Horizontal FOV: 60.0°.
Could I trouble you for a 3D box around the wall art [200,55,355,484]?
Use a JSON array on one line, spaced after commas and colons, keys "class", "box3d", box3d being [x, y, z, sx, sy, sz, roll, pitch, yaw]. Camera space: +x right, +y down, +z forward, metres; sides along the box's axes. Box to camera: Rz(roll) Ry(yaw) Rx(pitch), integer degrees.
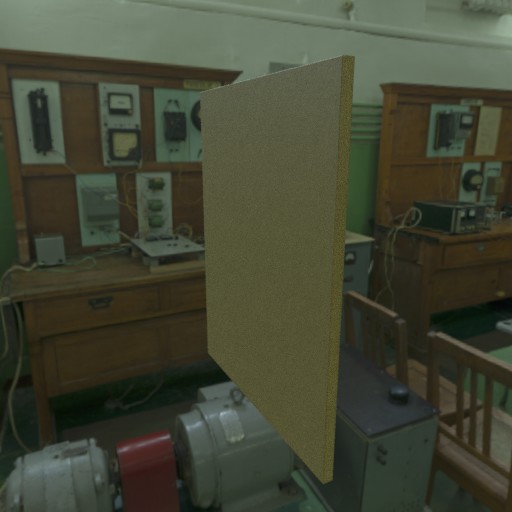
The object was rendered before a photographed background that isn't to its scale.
[{"class": "wall art", "box3d": [0.000, 0.000, 1.342, 0.030, 1.002, 0.798, -7, 17, -26]}]
